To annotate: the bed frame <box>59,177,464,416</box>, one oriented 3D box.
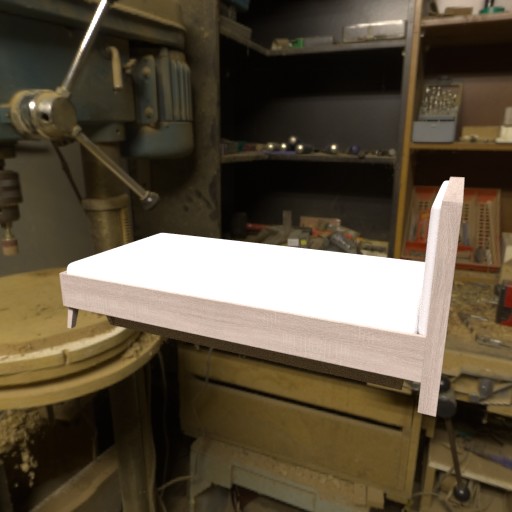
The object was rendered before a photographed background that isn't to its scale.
[{"bbox_3d":[0.000,0.000,2.628,2.140,0.920,0.990,7,17,24],"label":"bed frame"}]
